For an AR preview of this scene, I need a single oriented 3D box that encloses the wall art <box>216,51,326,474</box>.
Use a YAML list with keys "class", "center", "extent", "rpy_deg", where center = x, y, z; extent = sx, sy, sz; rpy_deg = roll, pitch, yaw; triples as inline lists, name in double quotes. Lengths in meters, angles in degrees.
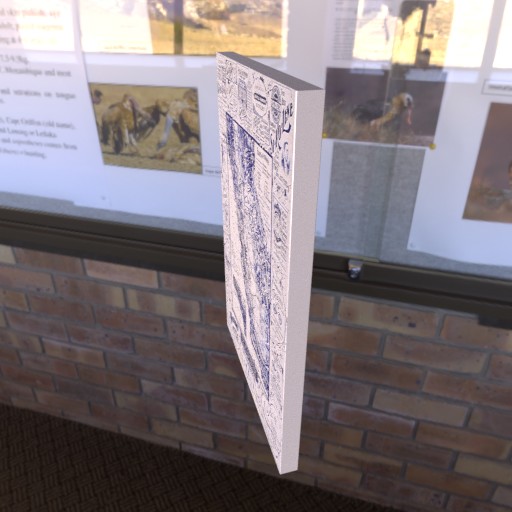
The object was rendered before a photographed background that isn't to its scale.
- class: "wall art"
  center: [0.000, 0.000, 0.947]
  extent: [0.039, 0.753, 0.511]
  rpy_deg: [-8, 31, -13]
